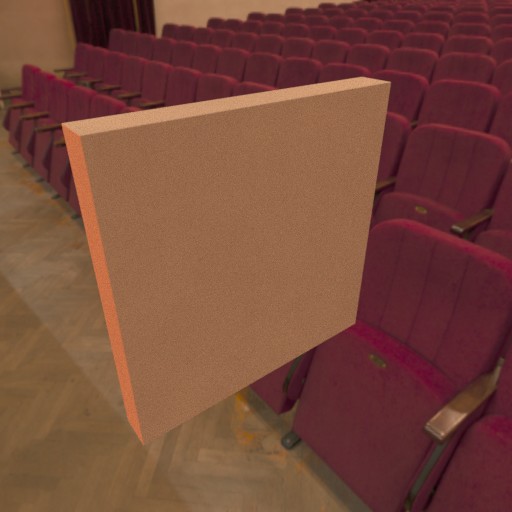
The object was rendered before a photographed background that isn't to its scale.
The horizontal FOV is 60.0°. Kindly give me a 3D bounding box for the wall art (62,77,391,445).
[{"bbox_3d":[0.000,0.000,0.447,0.305,0.305,0.038,-22,37,-31],"label":"wall art"}]
